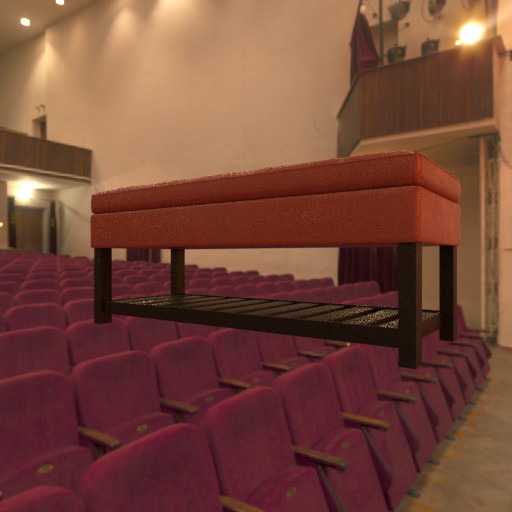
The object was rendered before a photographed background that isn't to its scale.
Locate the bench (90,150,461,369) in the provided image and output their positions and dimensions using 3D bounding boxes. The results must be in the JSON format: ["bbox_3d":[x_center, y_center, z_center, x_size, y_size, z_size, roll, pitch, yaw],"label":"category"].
[{"bbox_3d":[0.000,0.000,1.372,1.105,0.460,0.432,0,0,35],"label":"bench"}]
